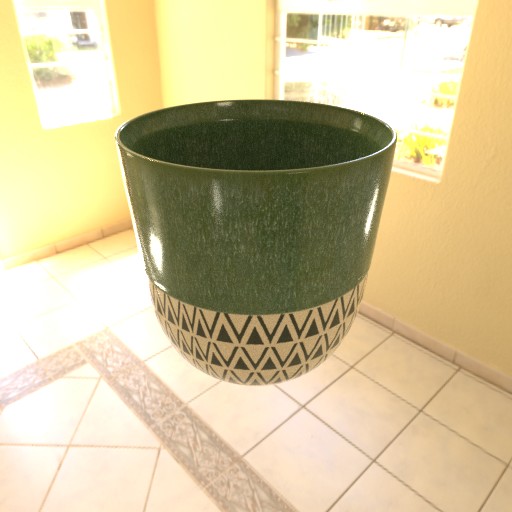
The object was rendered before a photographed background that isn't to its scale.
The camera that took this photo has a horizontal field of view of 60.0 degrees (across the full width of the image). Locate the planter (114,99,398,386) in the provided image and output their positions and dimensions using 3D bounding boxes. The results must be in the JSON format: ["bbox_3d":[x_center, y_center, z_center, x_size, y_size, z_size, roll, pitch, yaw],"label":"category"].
[{"bbox_3d":[0.000,0.000,0.369,0.195,0.214,0.195,0,30,0],"label":"planter"}]
